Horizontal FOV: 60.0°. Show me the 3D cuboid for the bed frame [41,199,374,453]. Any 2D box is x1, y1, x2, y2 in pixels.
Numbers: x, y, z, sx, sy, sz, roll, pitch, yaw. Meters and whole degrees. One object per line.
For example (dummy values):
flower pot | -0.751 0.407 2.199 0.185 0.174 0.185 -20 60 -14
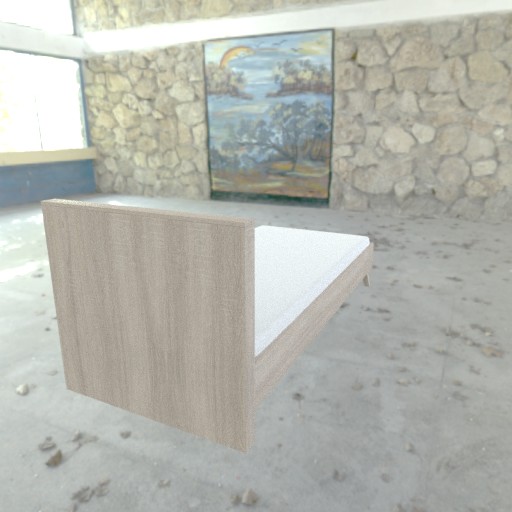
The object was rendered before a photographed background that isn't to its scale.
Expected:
bed frame | 0.000 0.000 2.732 0.990 0.920 2.140 8 18 25
